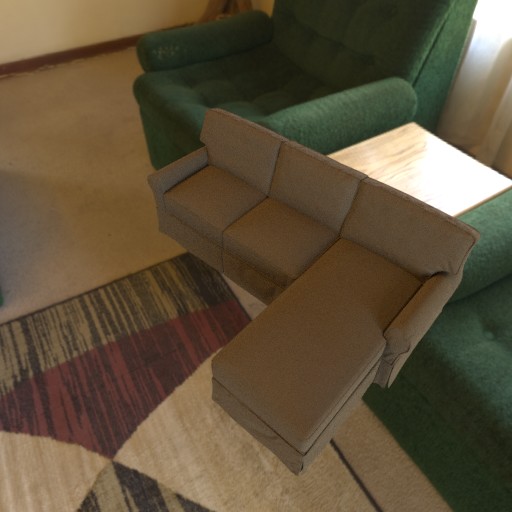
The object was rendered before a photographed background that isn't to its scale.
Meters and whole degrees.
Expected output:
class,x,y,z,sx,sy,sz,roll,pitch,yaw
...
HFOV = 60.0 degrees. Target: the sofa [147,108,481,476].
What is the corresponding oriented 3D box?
class,x,y,z,sx,sy,sz,roll,pitch,yaw
sofa,0.000,0.000,3.254,2.475,0.978,1.733,33,55,27
